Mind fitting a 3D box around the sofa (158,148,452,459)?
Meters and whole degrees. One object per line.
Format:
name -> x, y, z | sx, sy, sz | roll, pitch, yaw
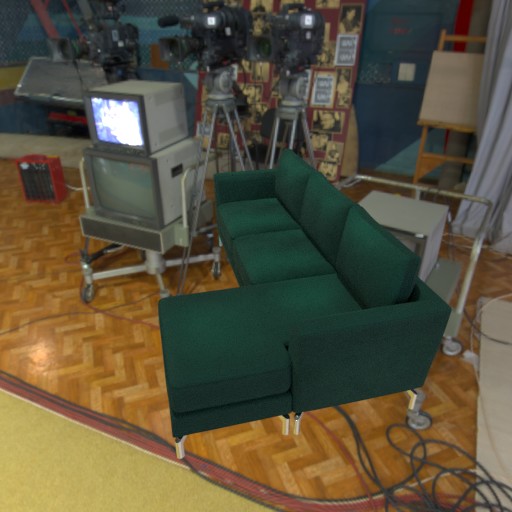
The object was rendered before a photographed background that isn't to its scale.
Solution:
sofa -> 0.000, 0.000, 3.269 | 1.489, 1.007, 2.441 | -7, 30, -13
